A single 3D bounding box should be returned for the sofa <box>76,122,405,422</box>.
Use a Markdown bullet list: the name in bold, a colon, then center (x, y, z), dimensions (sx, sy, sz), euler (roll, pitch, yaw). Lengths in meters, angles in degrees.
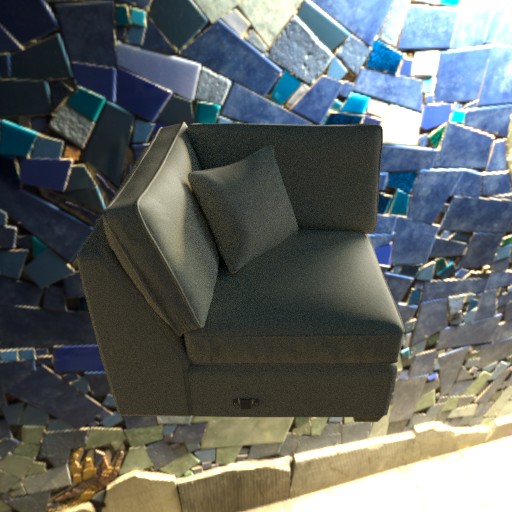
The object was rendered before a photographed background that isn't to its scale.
- **sofa**: center (0.000, 0.000, 1.981), dimensions (1.146, 1.002, 1.084), euler (0, 32, 0)
